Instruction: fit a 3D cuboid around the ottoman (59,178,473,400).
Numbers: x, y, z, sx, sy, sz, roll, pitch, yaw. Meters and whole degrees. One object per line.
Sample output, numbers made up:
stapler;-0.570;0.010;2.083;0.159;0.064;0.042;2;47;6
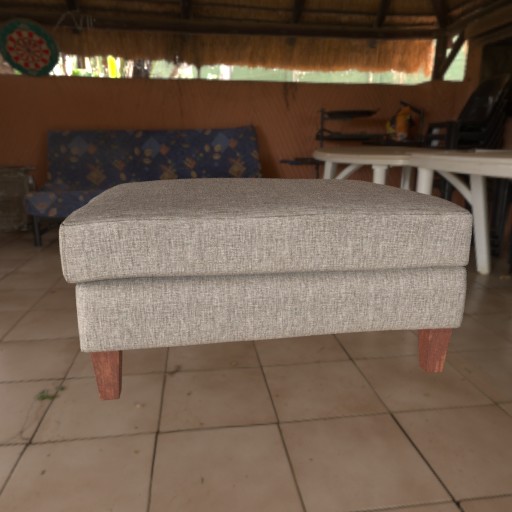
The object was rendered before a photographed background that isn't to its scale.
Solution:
ottoman;0.000;0.000;1.445;0.994;0.492;0.839;-2;15;-9
